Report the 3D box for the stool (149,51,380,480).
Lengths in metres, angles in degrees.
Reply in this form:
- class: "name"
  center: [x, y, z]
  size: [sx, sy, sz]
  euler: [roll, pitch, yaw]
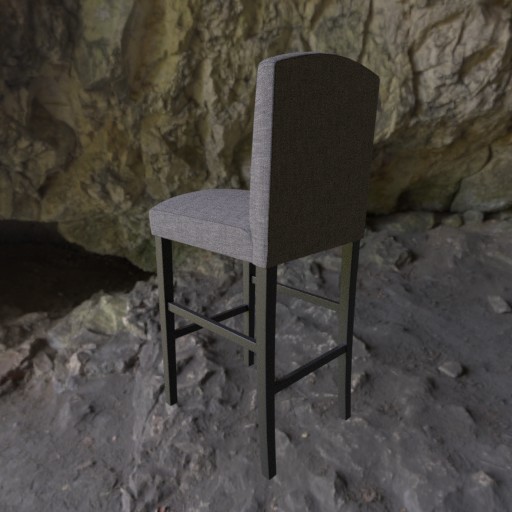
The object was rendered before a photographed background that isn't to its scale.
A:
- class: "stool"
  center: [0.000, 0.000, 1.416]
  size: [0.451, 1.138, 0.552]
  euler: [-15, 22, -43]
